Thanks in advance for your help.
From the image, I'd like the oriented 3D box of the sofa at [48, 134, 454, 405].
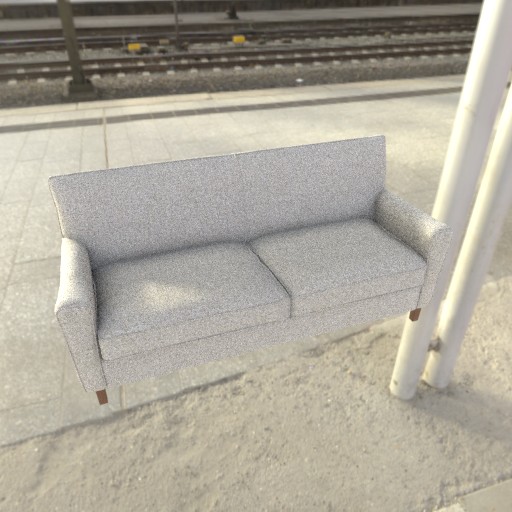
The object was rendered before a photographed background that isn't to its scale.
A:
[{"bbox_3d":[0.000,0.000,2.481,2.026,0.942,0.854,-11,35,-16],"label":"sofa"}]
